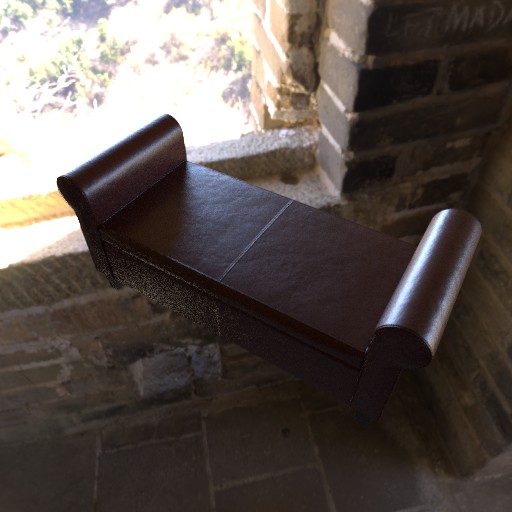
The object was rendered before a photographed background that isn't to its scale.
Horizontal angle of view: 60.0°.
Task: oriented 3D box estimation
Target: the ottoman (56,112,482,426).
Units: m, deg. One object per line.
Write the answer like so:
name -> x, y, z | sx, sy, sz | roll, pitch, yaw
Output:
ottoman -> 0.000, 0.000, 1.542 | 1.256, 0.547, 0.521 | 24, 50, 22
